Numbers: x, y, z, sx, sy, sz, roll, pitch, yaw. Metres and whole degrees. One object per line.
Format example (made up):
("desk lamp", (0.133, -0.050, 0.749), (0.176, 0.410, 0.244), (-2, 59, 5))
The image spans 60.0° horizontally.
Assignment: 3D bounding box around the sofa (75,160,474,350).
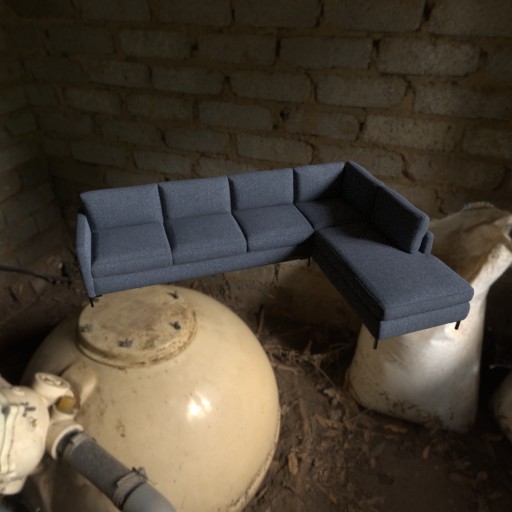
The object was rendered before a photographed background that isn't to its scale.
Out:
("sofa", (0.000, 0.000, 3.827), (2.949, 0.815, 2.007), (-10, 34, -15))
